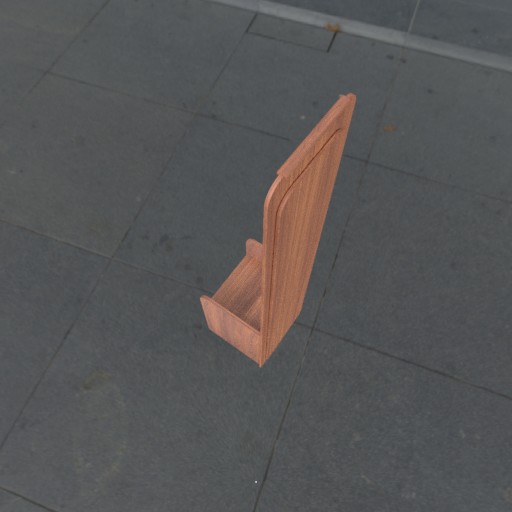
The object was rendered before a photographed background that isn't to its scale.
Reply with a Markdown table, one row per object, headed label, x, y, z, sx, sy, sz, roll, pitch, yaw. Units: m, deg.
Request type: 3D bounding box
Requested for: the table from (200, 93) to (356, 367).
| label | x | y | z | sx | sy | sz | roll | pitch | yaw |
| --- | --- | --- | --- | --- | --- | --- | --- | --- | --- |
| table | 0.000 | 0.000 | 2.008 | 0.420 | 1.830 | 0.450 | 32 | 67 | 15 |
